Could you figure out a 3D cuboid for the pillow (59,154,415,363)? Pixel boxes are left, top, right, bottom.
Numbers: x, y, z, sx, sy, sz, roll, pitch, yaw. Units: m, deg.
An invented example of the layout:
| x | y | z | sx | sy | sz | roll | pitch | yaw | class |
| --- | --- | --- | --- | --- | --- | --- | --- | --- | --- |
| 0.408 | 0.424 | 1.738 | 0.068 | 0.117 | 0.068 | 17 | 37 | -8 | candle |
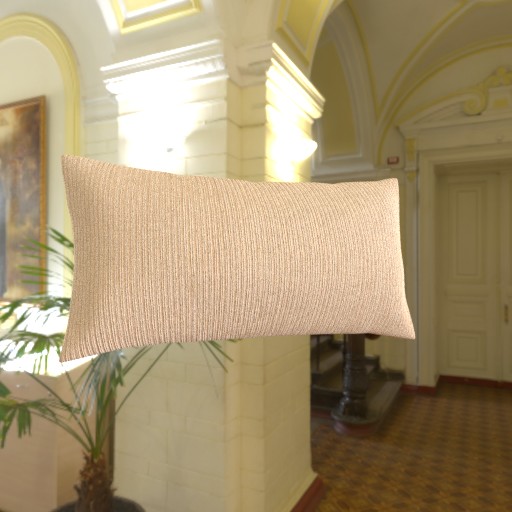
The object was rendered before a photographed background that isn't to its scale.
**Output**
| x | y | z | sx | sy | sz | roll | pitch | yaw | class |
| --- | --- | --- | --- | --- | --- | --- | --- | --- | --- |
| 0.000 | 0.000 | 0.746 | 0.608 | 0.307 | 0.155 | 0 | -1 | -19 | pillow |
